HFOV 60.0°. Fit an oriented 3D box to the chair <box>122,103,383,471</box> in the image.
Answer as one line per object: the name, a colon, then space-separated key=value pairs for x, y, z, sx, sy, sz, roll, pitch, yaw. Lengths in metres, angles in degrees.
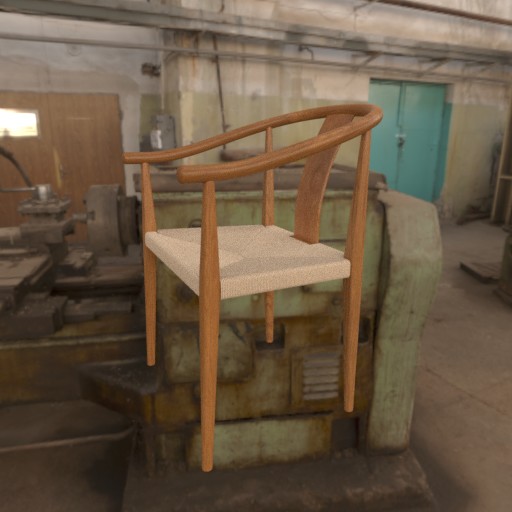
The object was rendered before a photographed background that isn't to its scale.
chair: x=0.000 y=0.000 z=1.215 sx=0.579 sy=0.800 sz=0.556 roll=-8 pitch=18 yaw=-26
